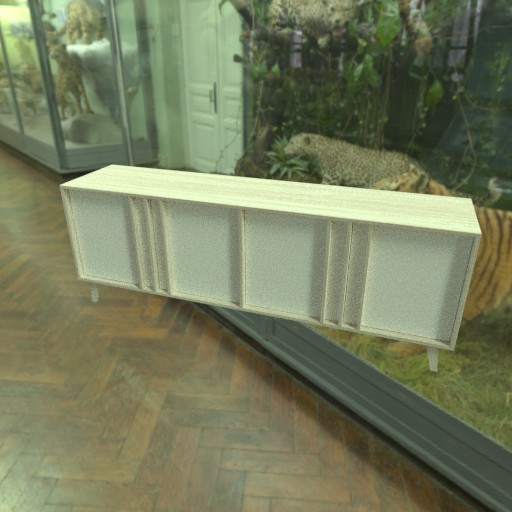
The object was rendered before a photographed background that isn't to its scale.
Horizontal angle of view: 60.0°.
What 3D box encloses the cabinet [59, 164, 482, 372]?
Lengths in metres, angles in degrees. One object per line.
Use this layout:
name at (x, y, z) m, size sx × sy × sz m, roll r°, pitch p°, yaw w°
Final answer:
cabinet at (0.000, 0.000, 2.588) m, size 2.200 × 0.780 × 0.500 m, roll 8°, pitch 27°, yaw 17°
